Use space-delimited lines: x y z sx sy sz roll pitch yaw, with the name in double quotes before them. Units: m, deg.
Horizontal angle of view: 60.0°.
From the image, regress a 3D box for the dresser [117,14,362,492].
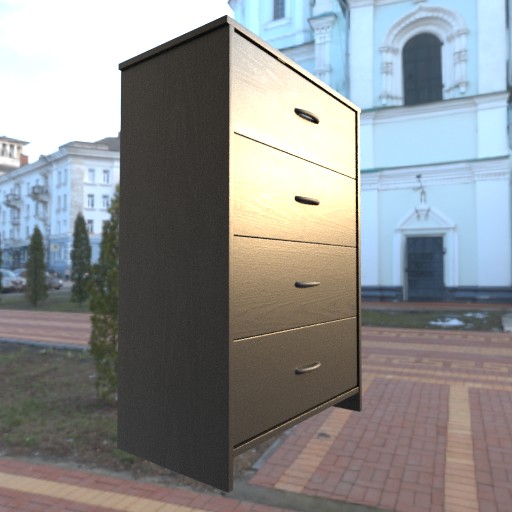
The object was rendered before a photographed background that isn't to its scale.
"dresser" 0.000 0.000 1.329 0.398 1.020 0.700 -1 -2 37
